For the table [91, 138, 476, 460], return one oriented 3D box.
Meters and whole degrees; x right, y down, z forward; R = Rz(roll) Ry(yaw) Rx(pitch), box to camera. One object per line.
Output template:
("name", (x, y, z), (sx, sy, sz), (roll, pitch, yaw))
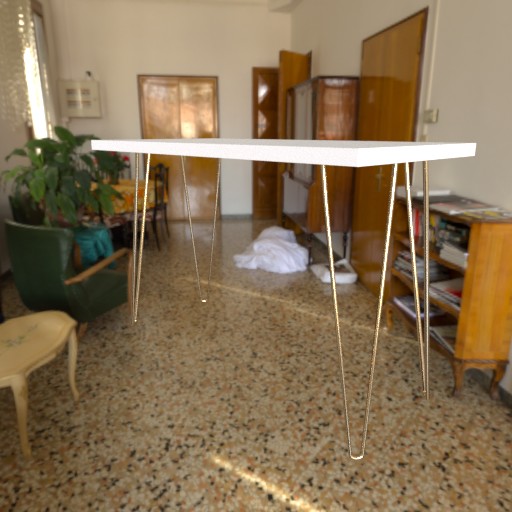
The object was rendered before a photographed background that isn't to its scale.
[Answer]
("table", (0.000, 0.000, 1.318), (0.498, 0.660, 0.991), (-15, 21, -42))
